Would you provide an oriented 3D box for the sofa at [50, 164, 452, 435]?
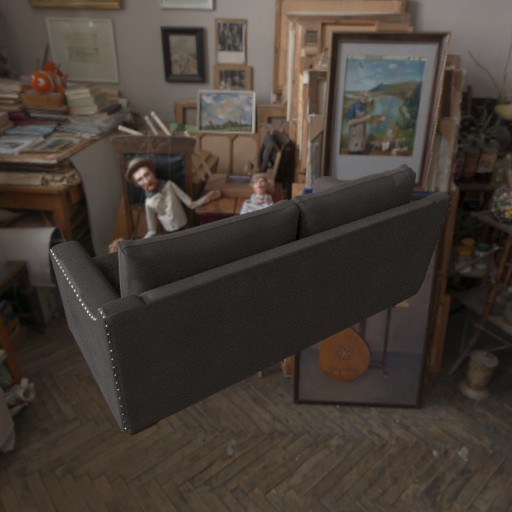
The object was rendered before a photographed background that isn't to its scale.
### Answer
[{"bbox_3d":[0.000,0.000,3.252,2.550,1.196,1.336,-19,35,-29],"label":"sofa"}]
